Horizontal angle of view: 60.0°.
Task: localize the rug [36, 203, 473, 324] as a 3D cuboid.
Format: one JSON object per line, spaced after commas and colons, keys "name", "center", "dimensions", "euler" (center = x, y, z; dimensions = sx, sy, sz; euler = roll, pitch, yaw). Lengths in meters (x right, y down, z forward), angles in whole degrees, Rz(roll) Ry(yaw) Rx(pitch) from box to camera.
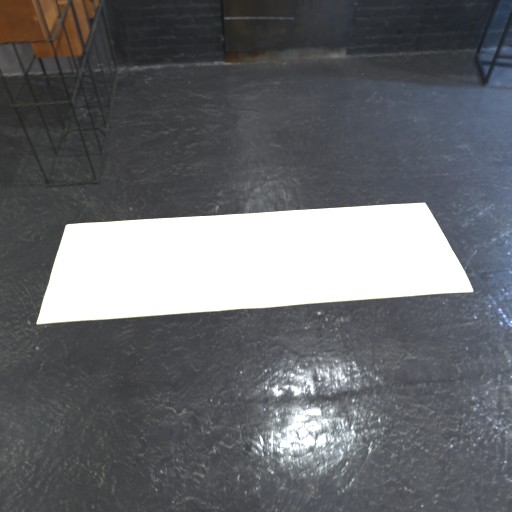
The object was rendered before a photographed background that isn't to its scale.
{"name": "rug", "center": [0.000, 0.000, 2.730], "dimensions": [2.450, 0.014, 0.793], "euler": [-4, 47, -4]}
